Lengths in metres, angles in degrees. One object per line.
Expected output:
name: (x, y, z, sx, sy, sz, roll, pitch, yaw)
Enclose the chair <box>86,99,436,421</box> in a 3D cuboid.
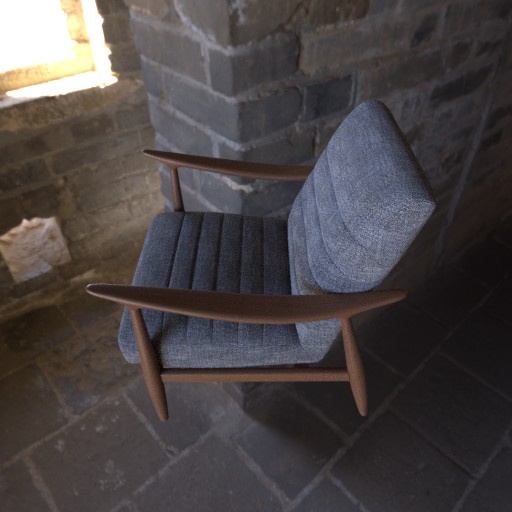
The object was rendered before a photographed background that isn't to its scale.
chair: (0.000, 0.000, 1.411, 0.798, 0.832, 0.741, 0, 42, 0)
